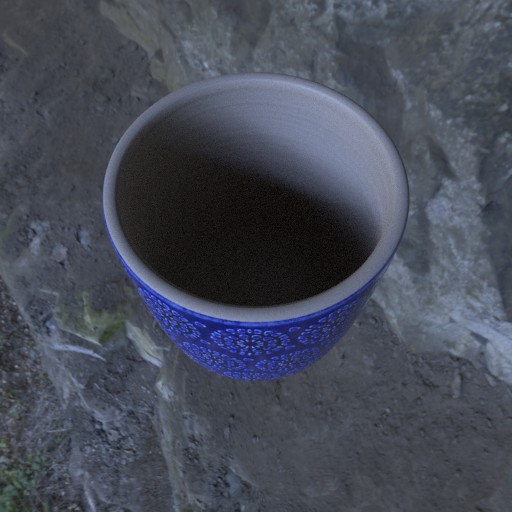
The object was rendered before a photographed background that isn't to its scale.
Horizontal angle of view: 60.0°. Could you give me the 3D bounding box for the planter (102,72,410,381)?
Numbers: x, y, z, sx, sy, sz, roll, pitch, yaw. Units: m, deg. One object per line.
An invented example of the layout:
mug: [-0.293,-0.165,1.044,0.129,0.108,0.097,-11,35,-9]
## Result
planter: [0.000,0.000,0.354,0.184,0.206,0.184,0,63,0]
